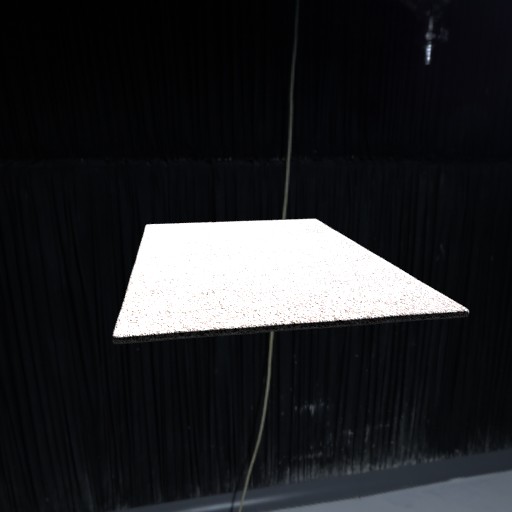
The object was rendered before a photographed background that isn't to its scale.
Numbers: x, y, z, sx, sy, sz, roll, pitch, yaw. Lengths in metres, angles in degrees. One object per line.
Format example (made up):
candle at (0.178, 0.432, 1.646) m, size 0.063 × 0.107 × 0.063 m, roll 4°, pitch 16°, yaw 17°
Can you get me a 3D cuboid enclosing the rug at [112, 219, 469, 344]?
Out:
rug at (0.000, 0.000, 2.302) m, size 1.219 × 0.030 × 1.778 m, roll -3°, pitch 16°, yaw -10°
